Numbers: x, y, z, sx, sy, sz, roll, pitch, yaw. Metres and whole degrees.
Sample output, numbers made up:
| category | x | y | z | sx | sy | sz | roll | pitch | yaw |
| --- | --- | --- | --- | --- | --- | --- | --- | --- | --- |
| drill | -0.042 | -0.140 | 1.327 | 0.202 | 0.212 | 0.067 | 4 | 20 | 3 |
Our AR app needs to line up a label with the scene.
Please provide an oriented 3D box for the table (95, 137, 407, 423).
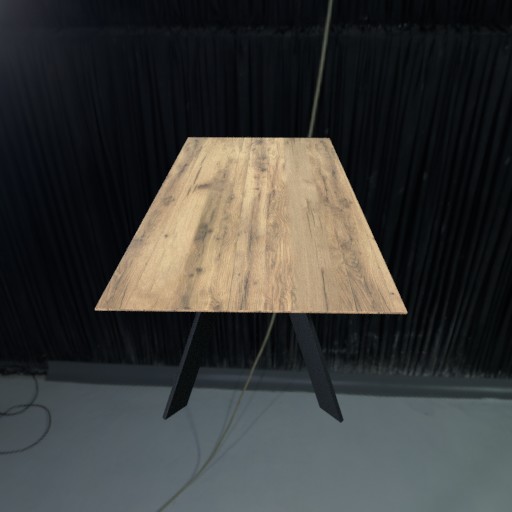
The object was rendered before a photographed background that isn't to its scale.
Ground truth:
| category | x | y | z | sx | sy | sz | roll | pitch | yaw |
| --- | --- | --- | --- | --- | --- | --- | --- | --- | --- |
| table | 0.000 | 0.000 | 2.475 | 1.000 | 0.770 | 2.000 | 1 | 30 | 1 |
